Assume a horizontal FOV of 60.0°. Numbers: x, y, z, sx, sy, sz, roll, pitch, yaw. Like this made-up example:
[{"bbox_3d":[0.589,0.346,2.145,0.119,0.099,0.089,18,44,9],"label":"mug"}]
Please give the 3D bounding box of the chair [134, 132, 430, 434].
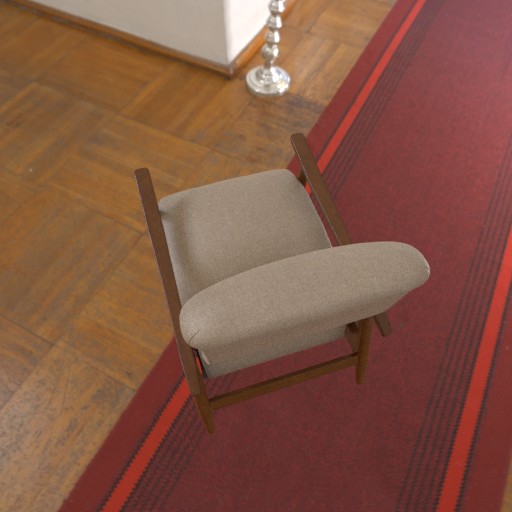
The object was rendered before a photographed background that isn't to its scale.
[{"bbox_3d":[0.000,0.000,1.749,0.762,1.082,1.030,-15,59,-9],"label":"chair"}]
